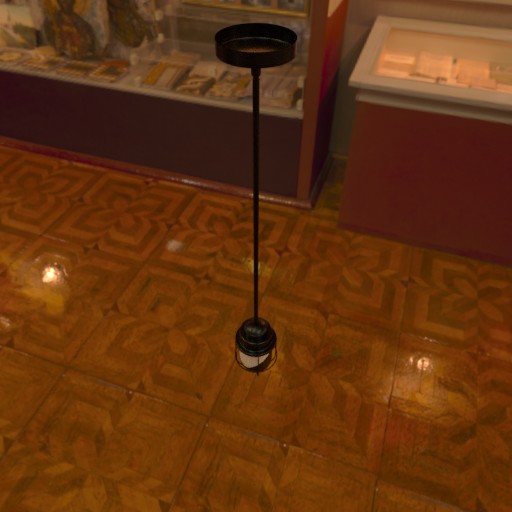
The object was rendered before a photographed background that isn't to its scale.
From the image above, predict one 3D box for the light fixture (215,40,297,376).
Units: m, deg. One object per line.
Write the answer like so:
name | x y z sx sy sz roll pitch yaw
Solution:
light fixture | 0.000 0.000 0.983 0.123 0.920 0.123 16 47 15
